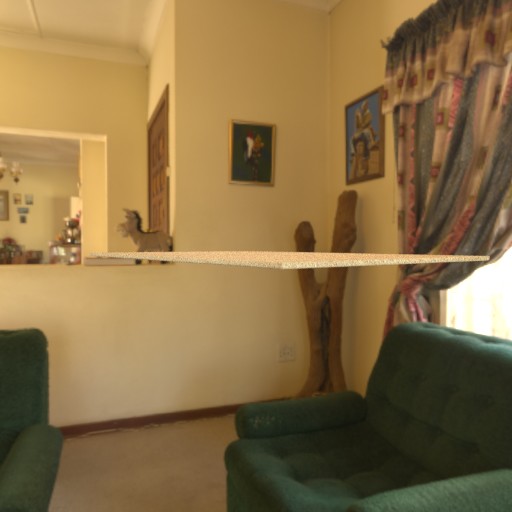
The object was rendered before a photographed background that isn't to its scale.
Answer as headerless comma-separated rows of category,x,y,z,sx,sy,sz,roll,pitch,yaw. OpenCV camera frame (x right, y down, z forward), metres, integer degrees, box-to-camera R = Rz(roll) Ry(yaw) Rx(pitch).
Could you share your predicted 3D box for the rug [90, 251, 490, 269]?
rug,0.000,0.000,2.964,1.500,0.025,2.346,-1,2,-36
